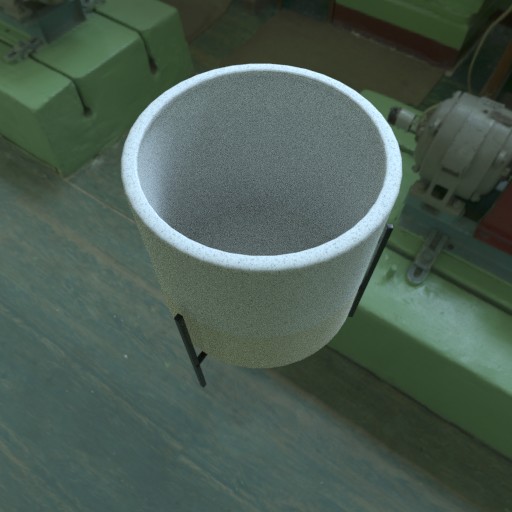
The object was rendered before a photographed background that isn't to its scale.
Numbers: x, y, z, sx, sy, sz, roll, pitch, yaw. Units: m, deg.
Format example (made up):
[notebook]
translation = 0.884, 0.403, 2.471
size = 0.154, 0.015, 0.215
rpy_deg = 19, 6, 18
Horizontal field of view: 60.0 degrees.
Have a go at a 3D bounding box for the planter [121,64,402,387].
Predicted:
[planter]
translation = 0.000, 0.000, 0.665
size = 0.313, 0.423, 0.335
rpy_deg = 30, 63, 17
